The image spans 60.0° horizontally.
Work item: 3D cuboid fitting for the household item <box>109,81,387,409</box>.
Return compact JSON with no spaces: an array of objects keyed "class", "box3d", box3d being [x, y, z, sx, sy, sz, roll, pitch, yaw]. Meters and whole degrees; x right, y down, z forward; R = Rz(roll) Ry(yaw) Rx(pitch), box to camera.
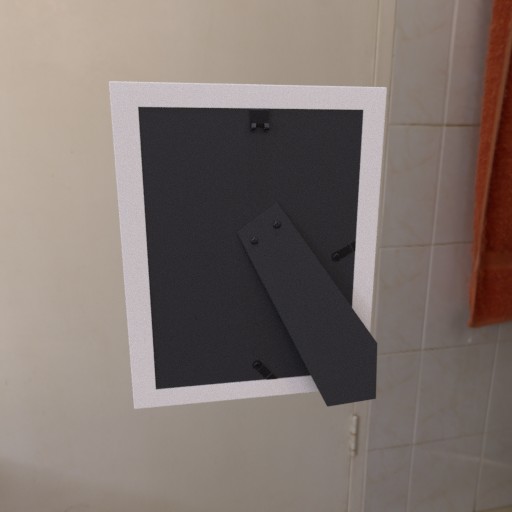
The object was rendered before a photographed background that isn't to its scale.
[{"class":"household item","box3d":[0.000,0.000,0.343,0.200,0.250,0.045,-2,15,-10]}]
